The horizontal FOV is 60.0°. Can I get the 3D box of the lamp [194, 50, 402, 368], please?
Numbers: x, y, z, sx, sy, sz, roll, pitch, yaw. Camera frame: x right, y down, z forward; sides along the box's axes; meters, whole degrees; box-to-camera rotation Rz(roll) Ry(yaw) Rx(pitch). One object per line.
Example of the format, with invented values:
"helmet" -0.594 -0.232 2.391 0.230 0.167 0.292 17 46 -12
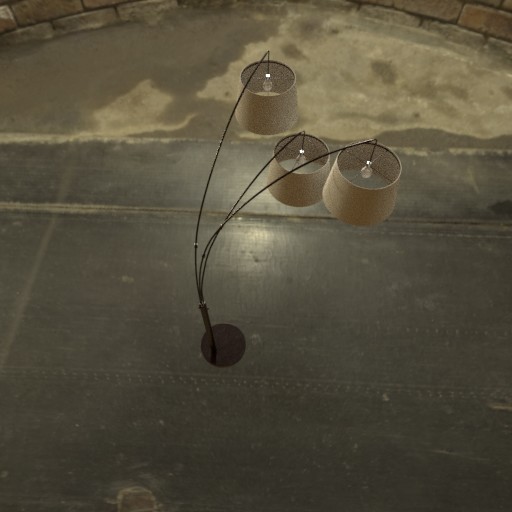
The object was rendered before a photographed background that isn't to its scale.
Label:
"lamp" 0.000 0.000 2.484 0.924 1.950 0.951 -32 64 -17
